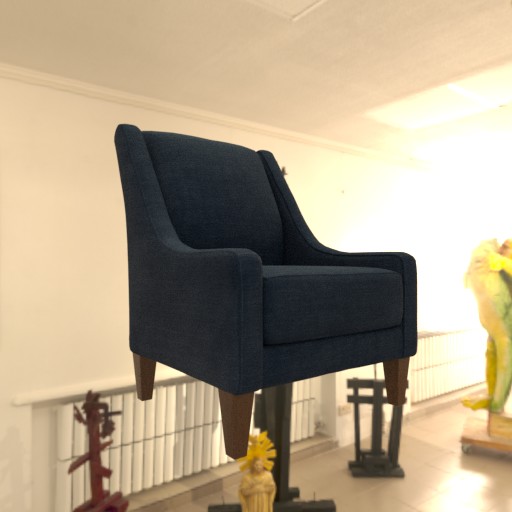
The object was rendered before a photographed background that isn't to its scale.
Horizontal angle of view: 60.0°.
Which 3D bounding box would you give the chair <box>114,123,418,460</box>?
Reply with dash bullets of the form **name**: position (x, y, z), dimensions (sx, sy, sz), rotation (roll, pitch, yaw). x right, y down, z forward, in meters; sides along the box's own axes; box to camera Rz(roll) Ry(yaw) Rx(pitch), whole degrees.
- **chair**: position (0.000, 0.000, 1.604), dimensions (0.774, 1.014, 0.870), rotation (0, -1, -37)
